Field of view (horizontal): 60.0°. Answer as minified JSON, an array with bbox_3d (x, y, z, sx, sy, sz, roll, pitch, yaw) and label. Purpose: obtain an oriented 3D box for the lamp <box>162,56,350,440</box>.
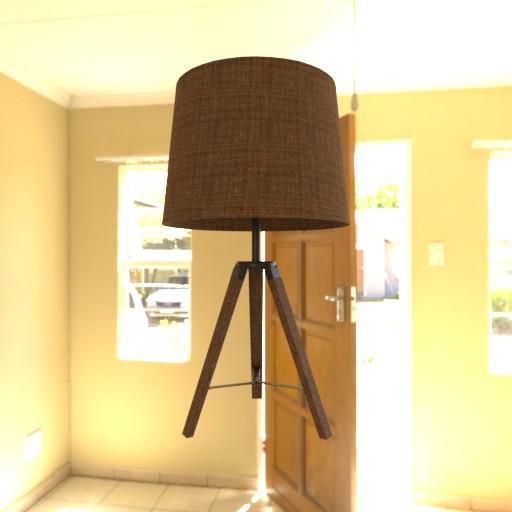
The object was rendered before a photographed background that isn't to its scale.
[{"bbox_3d":[0.000,0.000,0.694,0.290,0.514,0.290,0,0,0],"label":"lamp"}]
